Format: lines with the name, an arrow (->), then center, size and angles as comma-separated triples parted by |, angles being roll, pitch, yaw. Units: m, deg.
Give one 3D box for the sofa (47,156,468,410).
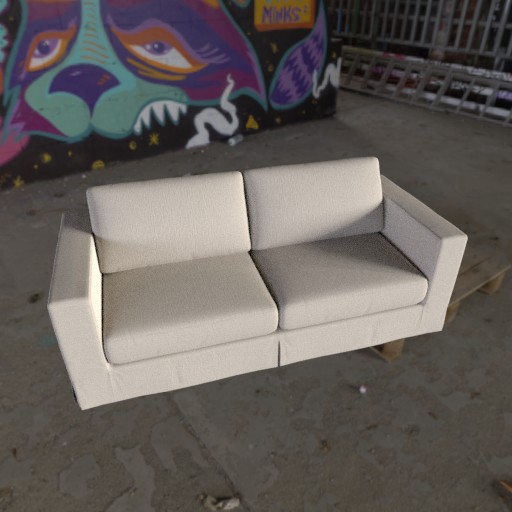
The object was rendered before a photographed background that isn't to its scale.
sofa -> 0.000, 0.000, 2.628 | 2.163, 0.881, 0.954 | -9, 33, -14
